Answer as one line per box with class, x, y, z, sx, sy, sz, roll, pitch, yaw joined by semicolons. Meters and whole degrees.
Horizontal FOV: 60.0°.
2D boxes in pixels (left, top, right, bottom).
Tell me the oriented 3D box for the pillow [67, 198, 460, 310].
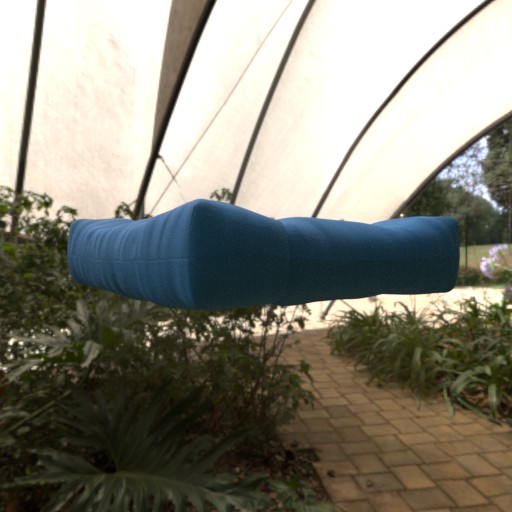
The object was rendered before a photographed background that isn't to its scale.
pillow;0.000;0.000;0.731;0.490;0.128;0.468;0;1;-37
